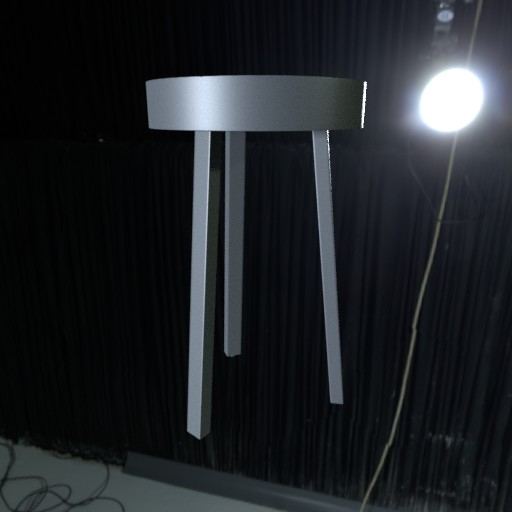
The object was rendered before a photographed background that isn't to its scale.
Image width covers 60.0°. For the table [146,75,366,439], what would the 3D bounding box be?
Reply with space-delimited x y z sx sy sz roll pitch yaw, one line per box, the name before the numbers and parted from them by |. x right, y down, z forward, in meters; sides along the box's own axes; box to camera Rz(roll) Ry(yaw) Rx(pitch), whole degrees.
table | 0.000 0.000 0.946 0.406 0.686 0.406 3 18 10
